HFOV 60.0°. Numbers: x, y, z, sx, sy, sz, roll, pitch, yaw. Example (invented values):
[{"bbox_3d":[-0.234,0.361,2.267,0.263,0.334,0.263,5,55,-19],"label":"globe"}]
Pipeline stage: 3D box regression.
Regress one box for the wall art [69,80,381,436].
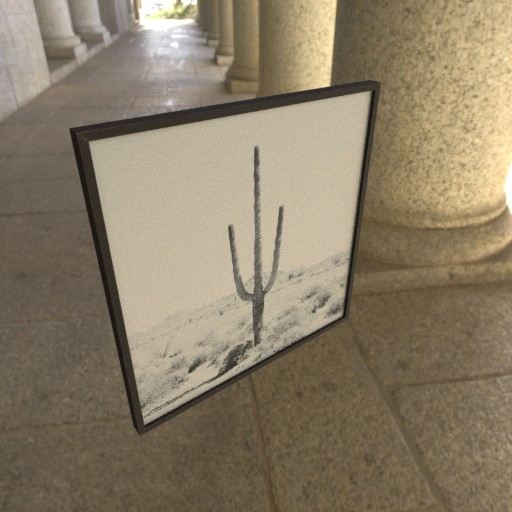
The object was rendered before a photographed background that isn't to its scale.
[{"bbox_3d":[0.000,0.000,1.127,0.762,0.762,0.038,-21,37,-31],"label":"wall art"}]
